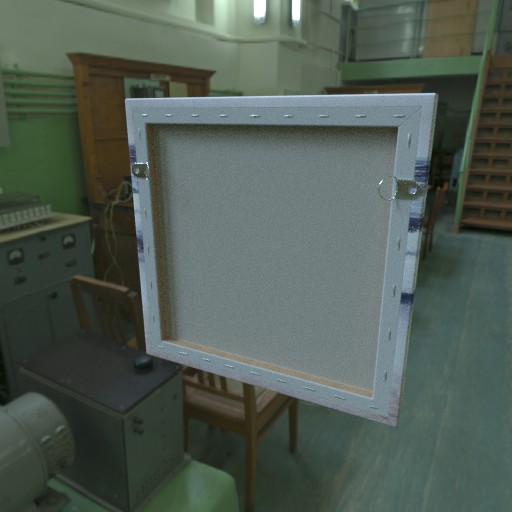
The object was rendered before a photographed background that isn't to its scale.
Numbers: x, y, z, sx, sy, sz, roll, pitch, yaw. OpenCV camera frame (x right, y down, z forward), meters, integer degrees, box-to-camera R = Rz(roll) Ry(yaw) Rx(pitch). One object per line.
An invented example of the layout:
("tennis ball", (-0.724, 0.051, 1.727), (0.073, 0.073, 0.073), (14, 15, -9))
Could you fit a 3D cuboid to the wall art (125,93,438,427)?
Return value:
("wall art", (0.000, 0.000, 1.102), (0.755, 0.747, 0.065), (9, 20, 25))
